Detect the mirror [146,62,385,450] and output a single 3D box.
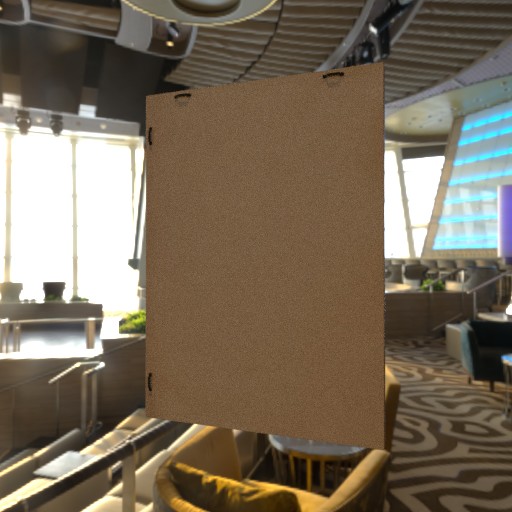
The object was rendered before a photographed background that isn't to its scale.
[{"bbox_3d":[0.000,0.000,0.909,0.508,0.711,0.039,0,0,19],"label":"mirror"}]
